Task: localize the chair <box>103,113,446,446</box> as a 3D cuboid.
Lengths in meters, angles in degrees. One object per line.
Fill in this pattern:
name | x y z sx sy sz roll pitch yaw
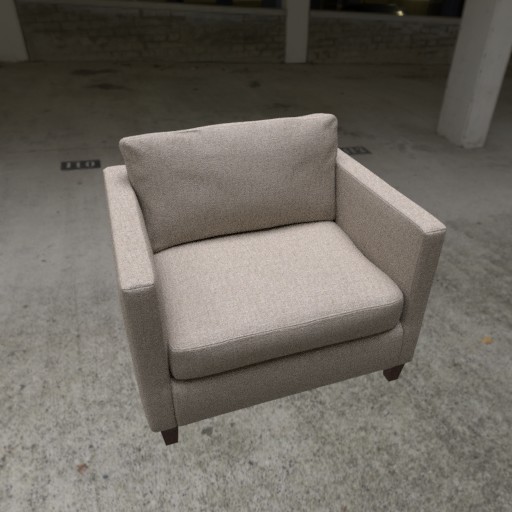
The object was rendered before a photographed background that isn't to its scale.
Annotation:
chair | 0.000 0.000 1.849 1.107 0.961 0.959 -10 35 -15
